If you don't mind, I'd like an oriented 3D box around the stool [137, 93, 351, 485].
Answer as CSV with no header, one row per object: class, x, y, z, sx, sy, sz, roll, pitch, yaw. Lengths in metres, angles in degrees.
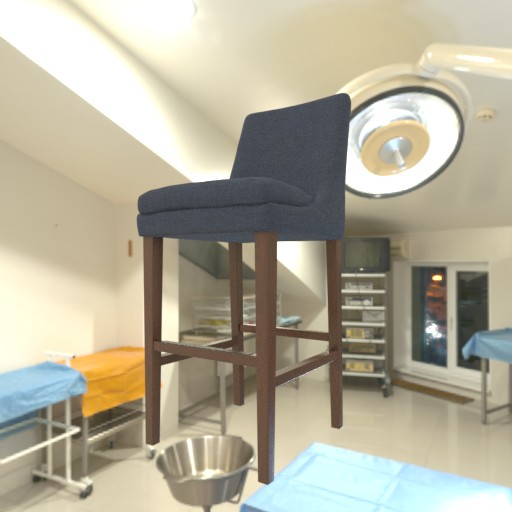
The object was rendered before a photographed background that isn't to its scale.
stool,0.000,0.000,1.369,0.470,1.078,0.577,0,-1,34
